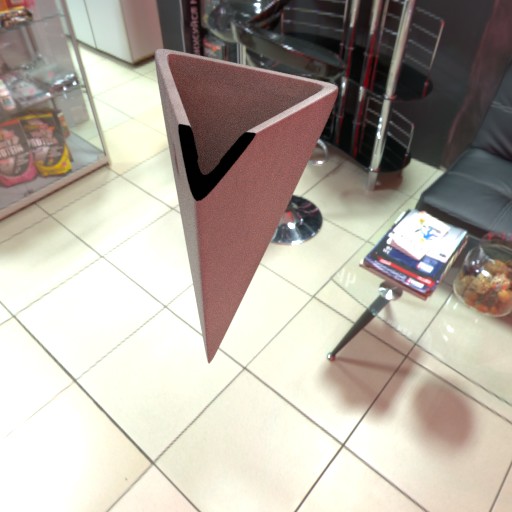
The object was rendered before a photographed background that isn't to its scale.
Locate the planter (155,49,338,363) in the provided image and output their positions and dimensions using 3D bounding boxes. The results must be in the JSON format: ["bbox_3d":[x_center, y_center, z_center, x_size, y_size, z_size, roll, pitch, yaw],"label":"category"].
[{"bbox_3d":[0.000,0.000,0.161,0.047,0.130,0.058,-12,48,-11],"label":"planter"}]
